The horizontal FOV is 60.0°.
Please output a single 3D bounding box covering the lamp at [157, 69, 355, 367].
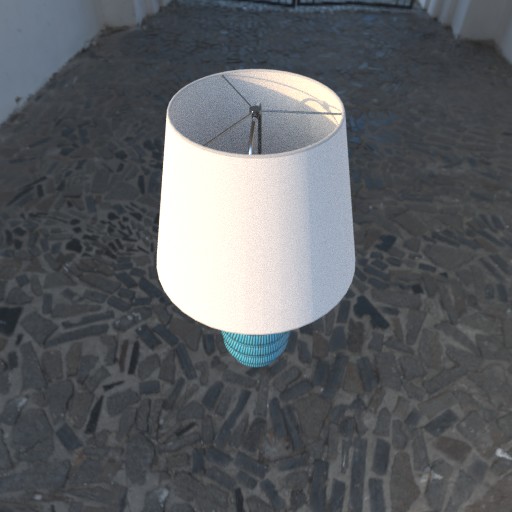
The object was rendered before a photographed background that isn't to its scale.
[{"bbox_3d":[0.000,0.000,0.808,0.355,0.582,0.355,0,46,0],"label":"lamp"}]
